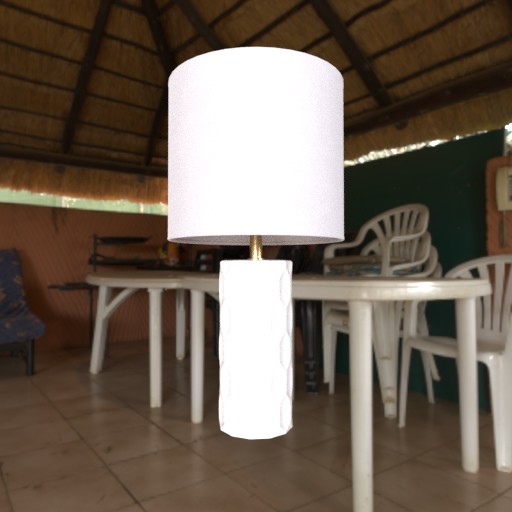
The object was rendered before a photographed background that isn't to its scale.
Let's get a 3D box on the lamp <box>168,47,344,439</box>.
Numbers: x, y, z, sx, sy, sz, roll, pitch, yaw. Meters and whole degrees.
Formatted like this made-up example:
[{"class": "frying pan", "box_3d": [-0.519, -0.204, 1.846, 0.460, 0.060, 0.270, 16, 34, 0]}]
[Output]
[{"class": "lamp", "box_3d": [0.000, 0.000, 0.706, 0.277, 0.537, 0.277, 1, -2, -37]}]
